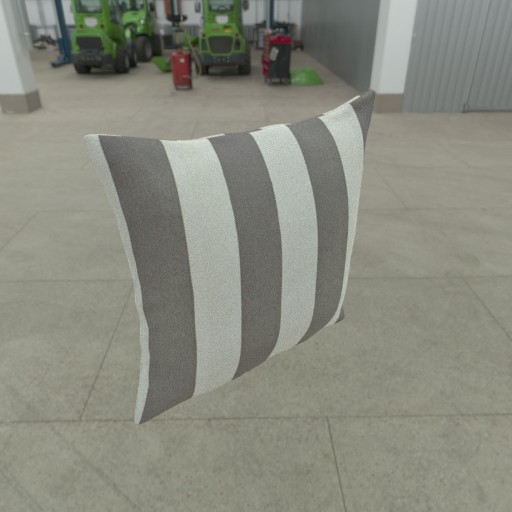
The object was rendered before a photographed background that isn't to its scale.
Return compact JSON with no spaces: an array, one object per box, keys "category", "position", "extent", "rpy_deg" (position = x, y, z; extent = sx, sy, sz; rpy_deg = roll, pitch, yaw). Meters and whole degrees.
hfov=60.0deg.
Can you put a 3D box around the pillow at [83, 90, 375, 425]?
[{"category":"pillow","position":[0.000,0.000,0.783],"extent":[0.522,0.507,0.192],"rpy_deg":[-20,35,-31]}]
